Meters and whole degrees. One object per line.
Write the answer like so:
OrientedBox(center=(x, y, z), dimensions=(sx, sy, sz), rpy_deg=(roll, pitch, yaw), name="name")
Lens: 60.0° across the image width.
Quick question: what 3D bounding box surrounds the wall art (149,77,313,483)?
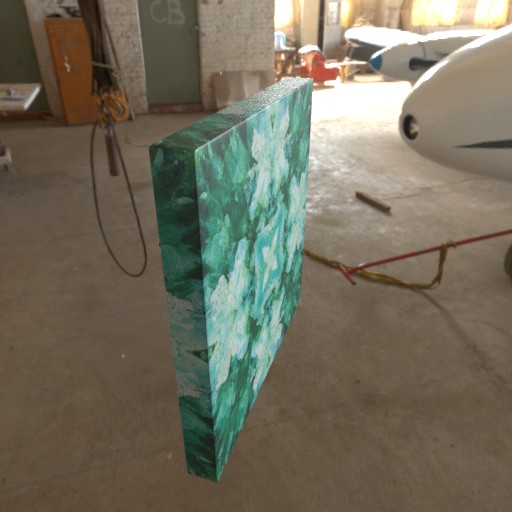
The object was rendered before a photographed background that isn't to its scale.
OrientedBox(center=(0.000, 0.000, 0.467), dimensions=(0.033, 0.313, 0.313), rpy_deg=(10, 31, 17), name="wall art")
